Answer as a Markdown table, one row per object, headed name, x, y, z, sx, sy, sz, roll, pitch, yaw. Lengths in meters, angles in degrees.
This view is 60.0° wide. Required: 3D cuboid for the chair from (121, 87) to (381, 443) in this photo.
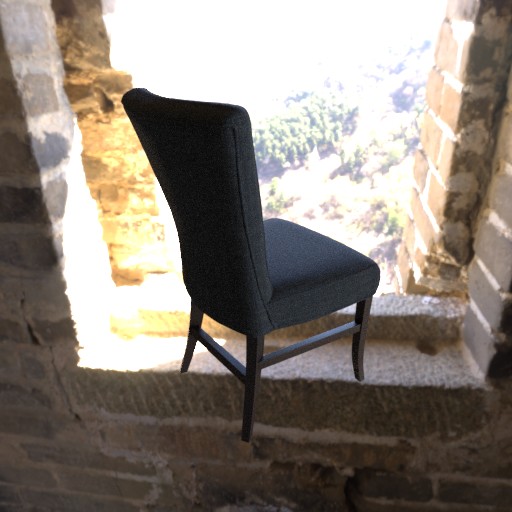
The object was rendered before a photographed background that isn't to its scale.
| name | x | y | z | sx | sy | sz | roll | pitch | yaw |
| --- | --- | --- | --- | --- | --- | --- | --- | --- | --- |
| chair | 0.000 | 0.000 | 1.390 | 0.660 | 0.991 | 0.520 | -19 | 32 | -33 |
